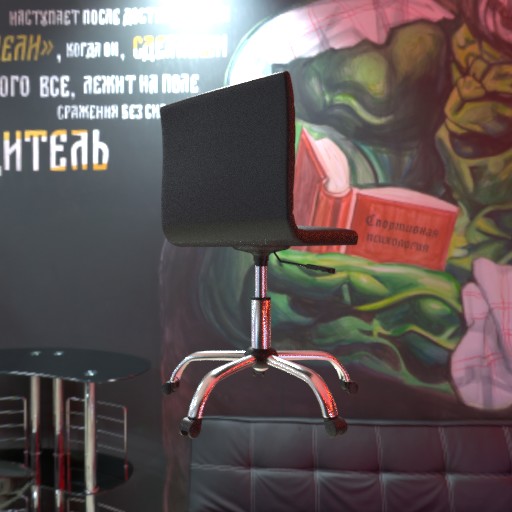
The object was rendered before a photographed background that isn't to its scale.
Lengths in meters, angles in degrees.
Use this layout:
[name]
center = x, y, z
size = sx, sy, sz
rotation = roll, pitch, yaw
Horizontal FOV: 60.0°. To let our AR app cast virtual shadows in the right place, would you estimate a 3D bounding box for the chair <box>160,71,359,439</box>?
[chair]
center = 0.000, 0.000, 1.157
size = 0.556, 0.780, 0.530
rotation = 0, 0, 36
